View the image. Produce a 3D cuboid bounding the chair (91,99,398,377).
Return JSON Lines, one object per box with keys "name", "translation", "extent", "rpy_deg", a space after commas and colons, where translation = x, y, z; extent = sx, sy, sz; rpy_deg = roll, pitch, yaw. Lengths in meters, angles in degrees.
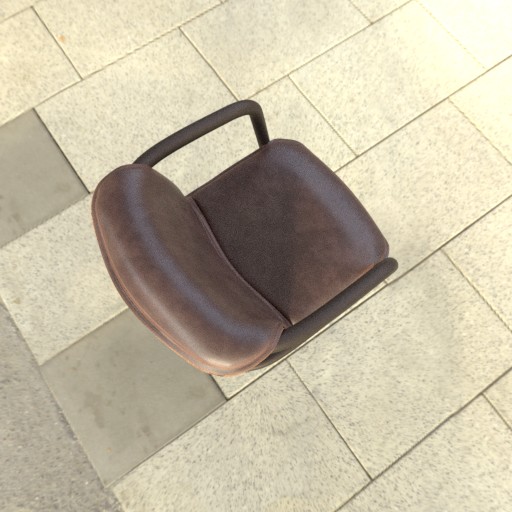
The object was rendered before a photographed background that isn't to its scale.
{"name": "chair", "translation": [0.000, 0.000, 1.235], "extent": [0.664, 0.836, 0.536], "rpy_deg": [-36, 77, -9]}
